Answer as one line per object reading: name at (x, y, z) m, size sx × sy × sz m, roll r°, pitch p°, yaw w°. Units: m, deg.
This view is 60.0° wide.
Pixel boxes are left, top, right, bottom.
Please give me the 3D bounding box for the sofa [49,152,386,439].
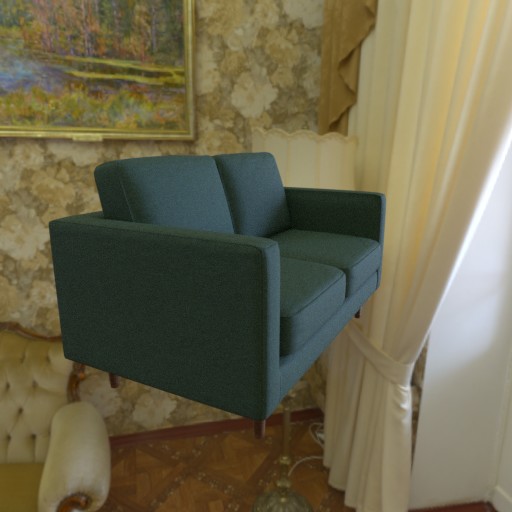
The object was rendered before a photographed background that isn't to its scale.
sofa at (0.000, 0.000, 2.004) m, size 0.879 × 0.899 × 1.430 m, roll 8°, pitch 16°, yaw 27°
